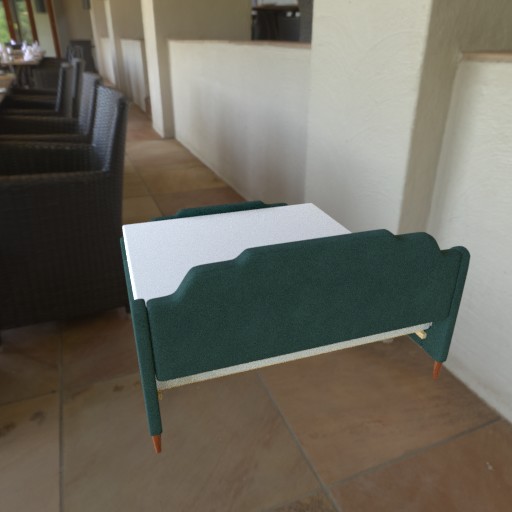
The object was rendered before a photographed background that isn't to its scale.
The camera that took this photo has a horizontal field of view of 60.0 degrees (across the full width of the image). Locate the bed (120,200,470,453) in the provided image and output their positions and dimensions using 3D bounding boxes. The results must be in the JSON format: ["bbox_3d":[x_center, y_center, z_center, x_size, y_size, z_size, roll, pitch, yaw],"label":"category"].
[{"bbox_3d":[0.000,0.000,3.638,2.074,1.245,2.340,-9,28,-17],"label":"bed"}]
